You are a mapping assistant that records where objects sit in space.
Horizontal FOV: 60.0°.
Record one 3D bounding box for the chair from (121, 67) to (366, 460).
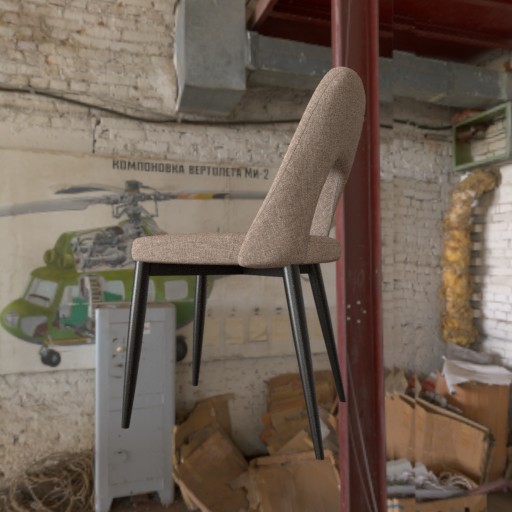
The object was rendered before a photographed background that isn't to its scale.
[{"bbox_3d":[0.000,0.000,1.283,0.612,0.931,0.470,0,0,18],"label":"chair"}]
